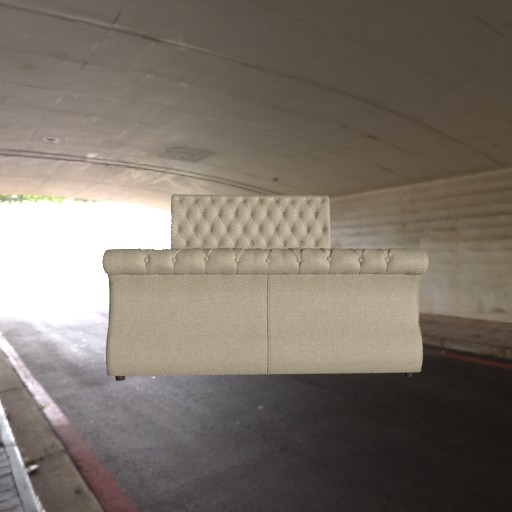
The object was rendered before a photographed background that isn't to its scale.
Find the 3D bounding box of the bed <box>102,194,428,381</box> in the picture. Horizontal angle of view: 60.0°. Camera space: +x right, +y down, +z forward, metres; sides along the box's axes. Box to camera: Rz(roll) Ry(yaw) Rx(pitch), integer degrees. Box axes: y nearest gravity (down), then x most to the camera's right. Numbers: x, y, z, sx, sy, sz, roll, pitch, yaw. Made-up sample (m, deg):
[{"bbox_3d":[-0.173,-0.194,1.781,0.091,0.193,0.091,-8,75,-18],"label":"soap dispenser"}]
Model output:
[{"bbox_3d":[0.000,0.000,3.379,1.606,1.268,2.493,0,0,-3],"label":"bed"}]
